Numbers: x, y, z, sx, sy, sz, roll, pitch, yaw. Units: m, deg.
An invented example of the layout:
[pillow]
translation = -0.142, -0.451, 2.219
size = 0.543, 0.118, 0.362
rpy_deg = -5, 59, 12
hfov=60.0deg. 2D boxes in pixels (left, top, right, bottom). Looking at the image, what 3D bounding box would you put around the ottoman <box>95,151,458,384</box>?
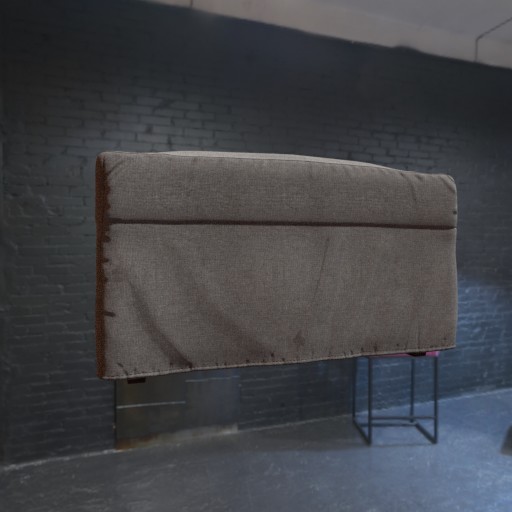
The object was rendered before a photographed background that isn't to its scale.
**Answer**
[ottoman]
translation = 0.000, 0.000, 1.234
size = 0.833, 0.492, 0.652
rpy_deg = 0, 1, -19
